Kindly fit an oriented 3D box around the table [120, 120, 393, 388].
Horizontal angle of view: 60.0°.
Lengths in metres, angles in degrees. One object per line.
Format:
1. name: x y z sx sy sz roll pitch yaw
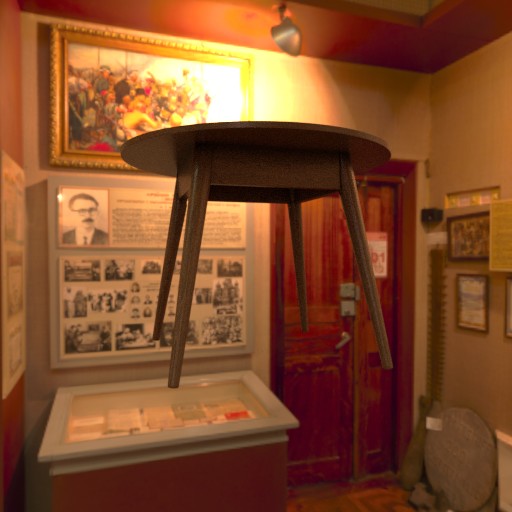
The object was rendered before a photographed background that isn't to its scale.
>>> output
1. table: 0.000 0.000 1.795 1.053 0.786 1.053 0 1 0
